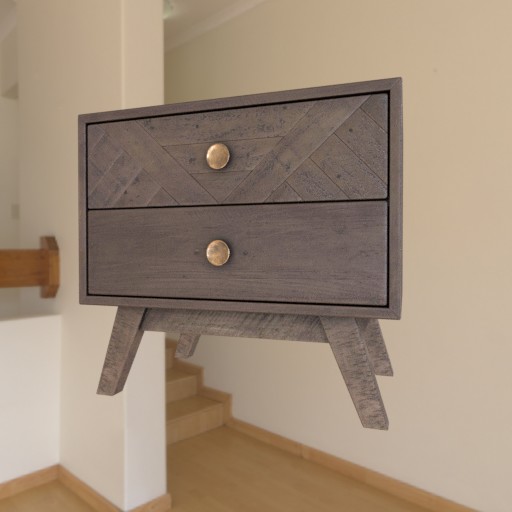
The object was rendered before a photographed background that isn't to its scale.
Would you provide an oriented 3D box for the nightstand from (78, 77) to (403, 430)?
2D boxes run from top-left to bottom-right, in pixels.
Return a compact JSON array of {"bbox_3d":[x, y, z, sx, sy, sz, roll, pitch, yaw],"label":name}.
[{"bbox_3d":[0.000,0.000,1.039,0.650,0.599,0.450,0,1,19],"label":"nightstand"}]
